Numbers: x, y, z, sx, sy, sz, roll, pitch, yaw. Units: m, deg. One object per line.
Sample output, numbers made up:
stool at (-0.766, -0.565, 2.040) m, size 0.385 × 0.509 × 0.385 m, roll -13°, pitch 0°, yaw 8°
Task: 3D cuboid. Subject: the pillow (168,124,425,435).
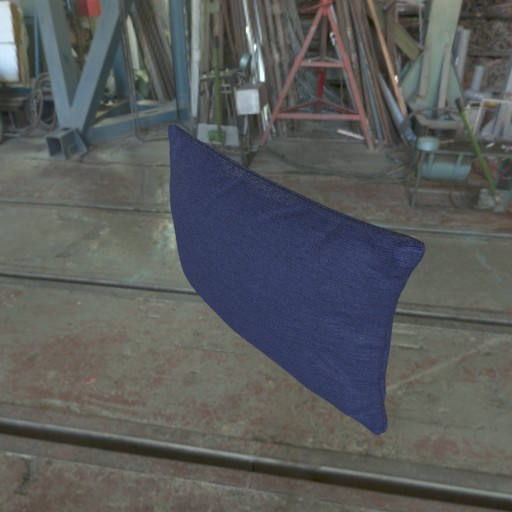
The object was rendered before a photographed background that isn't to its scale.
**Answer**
pillow at (0.000, 0.000, 0.800) m, size 0.210 × 0.338 × 0.633 m, roll -21°, pitch 37°, yaw -30°
